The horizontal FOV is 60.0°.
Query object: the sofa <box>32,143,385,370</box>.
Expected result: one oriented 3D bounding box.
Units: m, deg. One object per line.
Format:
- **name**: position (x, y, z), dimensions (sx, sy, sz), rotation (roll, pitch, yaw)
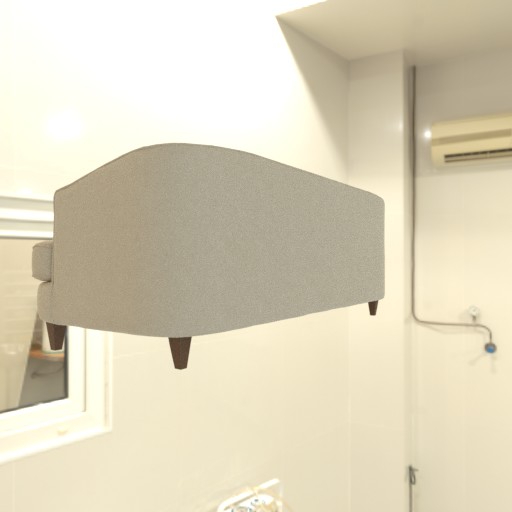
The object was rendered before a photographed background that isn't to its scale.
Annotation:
- **sofa**: position (0.000, 0.000, 2.651), dimensions (0.941, 0.855, 2.278), rotation (0, -1, 36)
